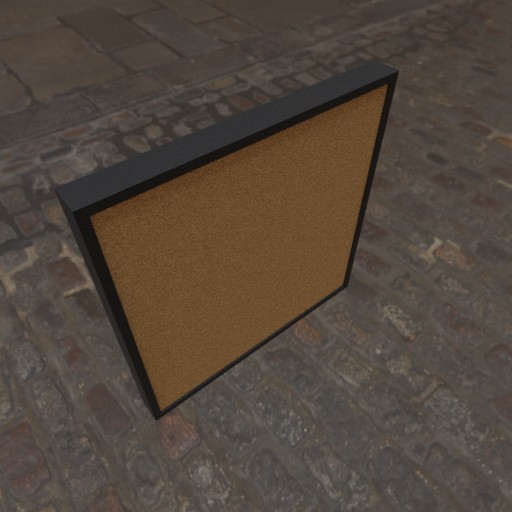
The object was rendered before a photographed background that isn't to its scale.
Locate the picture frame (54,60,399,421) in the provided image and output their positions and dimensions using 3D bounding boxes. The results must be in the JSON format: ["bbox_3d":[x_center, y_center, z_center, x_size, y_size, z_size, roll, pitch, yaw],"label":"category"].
[{"bbox_3d":[0.000,0.000,0.468,0.317,0.317,0.030,-30,54,-25],"label":"picture frame"}]
